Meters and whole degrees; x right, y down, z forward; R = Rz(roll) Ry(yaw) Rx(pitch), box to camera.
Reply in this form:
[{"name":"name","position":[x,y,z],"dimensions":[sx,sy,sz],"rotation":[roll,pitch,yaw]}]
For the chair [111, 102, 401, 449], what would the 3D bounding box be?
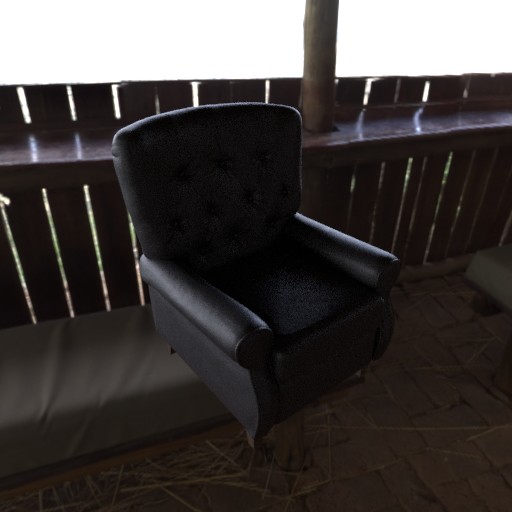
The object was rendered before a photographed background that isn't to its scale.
[{"name":"chair","position":[0.000,0.000,1.972],"dimensions":[0.948,1.158,1.058],"rotation":[-21,36,-32]}]
